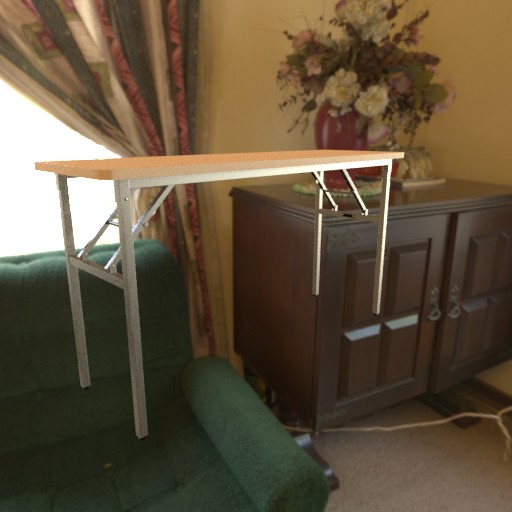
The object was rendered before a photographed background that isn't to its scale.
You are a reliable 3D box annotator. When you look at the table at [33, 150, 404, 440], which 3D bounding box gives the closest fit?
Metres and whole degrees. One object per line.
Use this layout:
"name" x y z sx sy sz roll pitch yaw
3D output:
"table" 0.000 0.000 1.700 1.397 0.750 0.446 -15 21 -43
